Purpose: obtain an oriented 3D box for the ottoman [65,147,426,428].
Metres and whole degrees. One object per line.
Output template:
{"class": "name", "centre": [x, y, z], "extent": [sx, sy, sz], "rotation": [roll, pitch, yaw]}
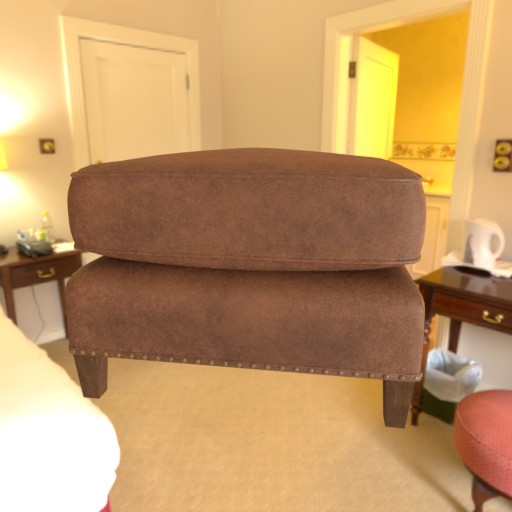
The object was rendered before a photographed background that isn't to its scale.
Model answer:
{"class": "ottoman", "centre": [0.000, 0.000, 1.129], "extent": [0.738, 0.537, 0.589], "rotation": [2, 15, 9]}
